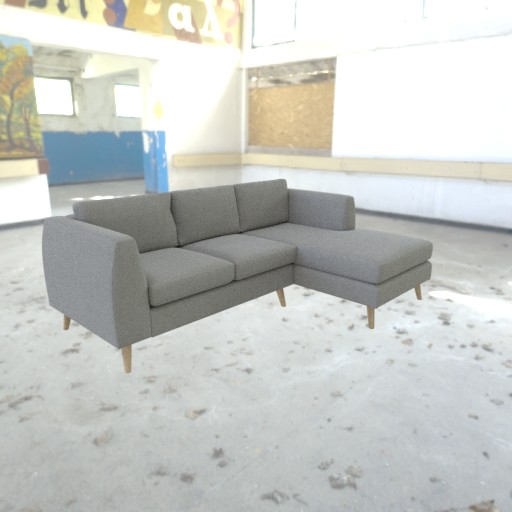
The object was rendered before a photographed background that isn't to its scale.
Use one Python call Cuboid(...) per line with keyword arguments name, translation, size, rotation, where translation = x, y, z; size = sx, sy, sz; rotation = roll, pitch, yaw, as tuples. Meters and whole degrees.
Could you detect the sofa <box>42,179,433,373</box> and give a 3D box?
Cuboid(name="sofa", translation=(0.000, 0.000, 3.100), size=(1.580, 0.860, 2.300), rotation=(15, 21, 42))
